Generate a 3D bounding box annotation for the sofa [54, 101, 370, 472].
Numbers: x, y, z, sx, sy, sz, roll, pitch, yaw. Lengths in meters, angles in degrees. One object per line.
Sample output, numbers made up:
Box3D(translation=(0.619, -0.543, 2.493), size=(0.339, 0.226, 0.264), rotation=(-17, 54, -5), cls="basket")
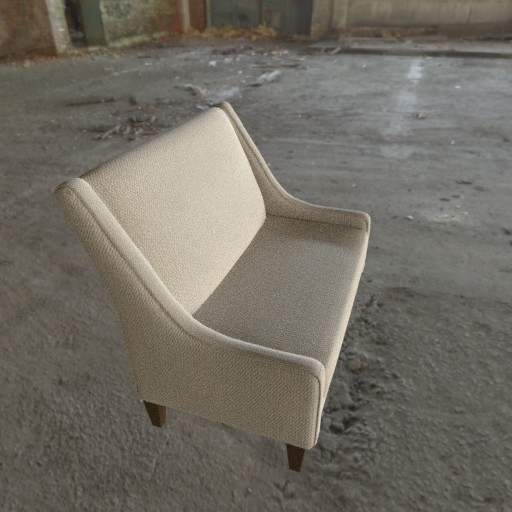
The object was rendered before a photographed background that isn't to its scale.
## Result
Box3D(translation=(0.000, 0.000, 1.923), size=(0.870, 1.022, 1.242), rotation=(10, 32, 17), cls="sofa")
